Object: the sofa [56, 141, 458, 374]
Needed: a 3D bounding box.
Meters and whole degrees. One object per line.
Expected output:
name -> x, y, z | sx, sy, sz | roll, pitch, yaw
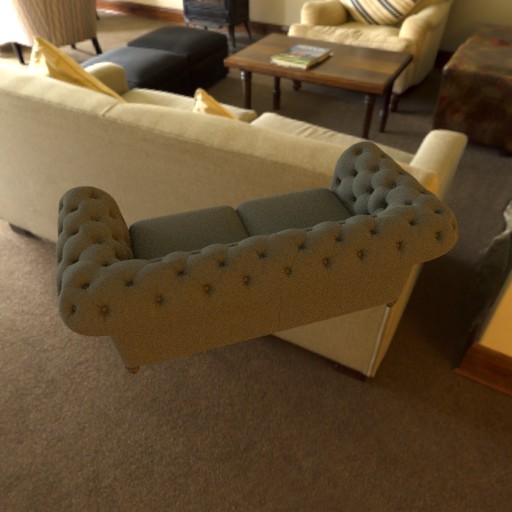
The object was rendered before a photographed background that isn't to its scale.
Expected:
sofa -> 0.000, 0.000, 2.500 | 1.998, 0.764, 0.986 | -12, 43, -13
